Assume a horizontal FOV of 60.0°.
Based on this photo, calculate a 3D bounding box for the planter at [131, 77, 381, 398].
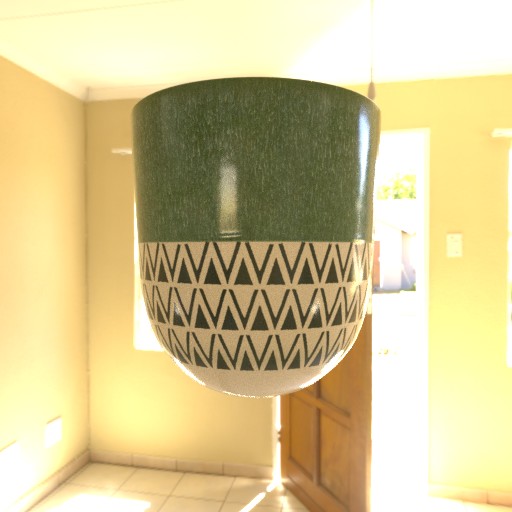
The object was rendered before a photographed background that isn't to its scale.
[{"bbox_3d":[0.000,0.000,0.359,0.195,0.214,0.195,0,1,0],"label":"planter"}]
